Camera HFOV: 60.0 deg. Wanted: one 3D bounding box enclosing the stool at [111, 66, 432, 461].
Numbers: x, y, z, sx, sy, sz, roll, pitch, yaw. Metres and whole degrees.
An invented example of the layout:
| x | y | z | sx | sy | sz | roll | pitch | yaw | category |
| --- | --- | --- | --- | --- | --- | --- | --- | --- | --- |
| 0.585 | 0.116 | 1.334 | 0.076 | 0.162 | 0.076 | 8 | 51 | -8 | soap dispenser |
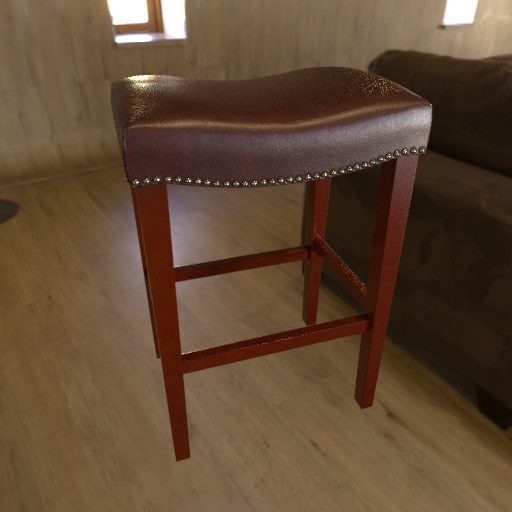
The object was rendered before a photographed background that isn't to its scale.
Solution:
| x | y | z | sx | sy | sz | roll | pitch | yaw | category |
| --- | --- | --- | --- | --- | --- | --- | --- | --- | --- |
| 0.000 | 0.000 | 0.976 | 0.504 | 0.742 | 0.372 | -10 | 32 | -15 | stool |
